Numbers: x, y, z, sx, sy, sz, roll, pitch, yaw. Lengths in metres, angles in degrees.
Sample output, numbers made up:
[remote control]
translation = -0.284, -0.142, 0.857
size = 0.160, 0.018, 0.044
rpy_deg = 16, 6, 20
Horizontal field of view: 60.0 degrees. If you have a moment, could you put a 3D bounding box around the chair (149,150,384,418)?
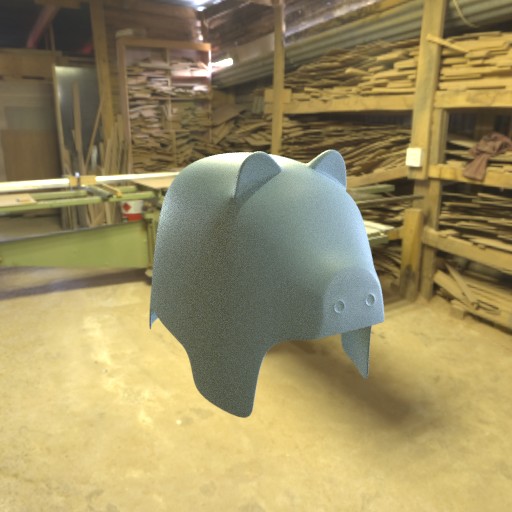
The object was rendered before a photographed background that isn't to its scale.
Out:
[chair]
translation = 0.000, 0.000, 0.890
size = 0.364, 0.423, 0.619
rpy_deg = -8, 18, -26
